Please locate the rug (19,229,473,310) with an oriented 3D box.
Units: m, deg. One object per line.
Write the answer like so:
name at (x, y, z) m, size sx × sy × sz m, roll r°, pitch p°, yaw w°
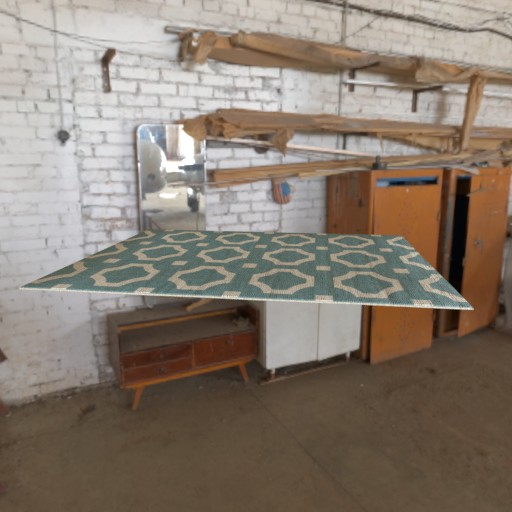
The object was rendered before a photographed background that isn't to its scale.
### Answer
rug at (0.000, 0.000, 4.123) m, size 3.049 × 0.021 × 2.466 m, roll 2°, pitch 13°, yaw 8°
